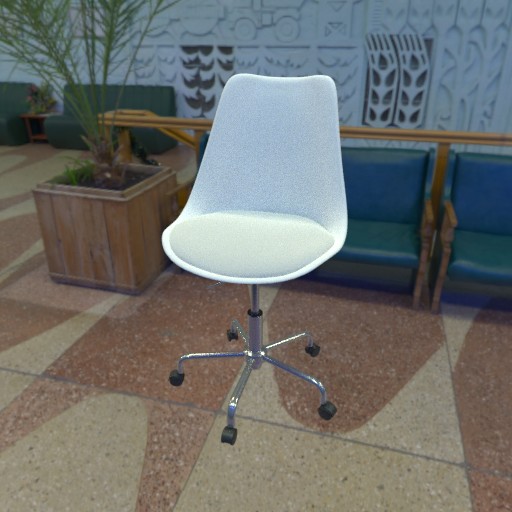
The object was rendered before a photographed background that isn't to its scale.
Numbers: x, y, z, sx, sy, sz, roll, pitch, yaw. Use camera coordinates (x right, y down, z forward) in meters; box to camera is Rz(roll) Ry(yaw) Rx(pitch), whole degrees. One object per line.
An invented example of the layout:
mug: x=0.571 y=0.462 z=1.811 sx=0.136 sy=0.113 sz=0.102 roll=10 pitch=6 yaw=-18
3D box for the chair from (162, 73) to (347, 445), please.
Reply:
chair: x=0.000 y=0.000 z=1.261 sx=0.550 sy=0.930 sz=0.550 roll=8 pitch=27 yaw=16
